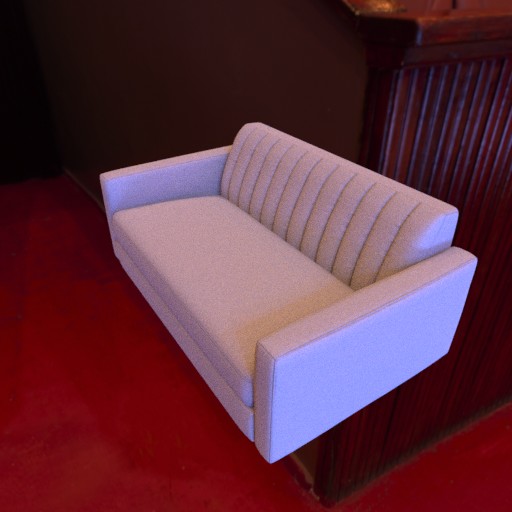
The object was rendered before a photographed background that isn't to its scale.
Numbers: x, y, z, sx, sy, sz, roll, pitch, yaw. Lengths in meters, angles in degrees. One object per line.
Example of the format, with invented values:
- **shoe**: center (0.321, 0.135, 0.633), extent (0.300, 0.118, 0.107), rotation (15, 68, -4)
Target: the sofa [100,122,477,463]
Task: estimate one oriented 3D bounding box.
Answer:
- **sofa**: center (0.000, 0.000, 2.083), extent (0.950, 0.801, 1.585), rotation (-20, 38, -28)
